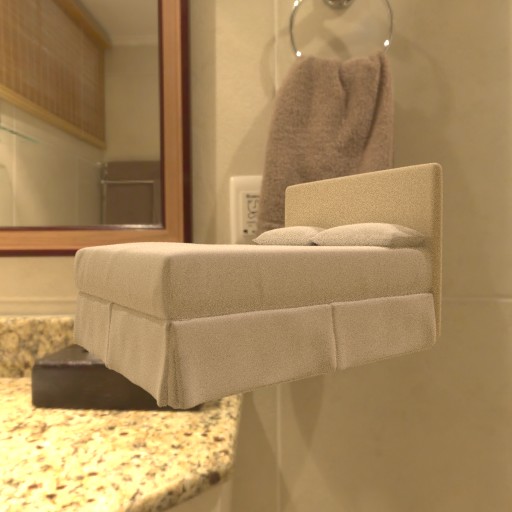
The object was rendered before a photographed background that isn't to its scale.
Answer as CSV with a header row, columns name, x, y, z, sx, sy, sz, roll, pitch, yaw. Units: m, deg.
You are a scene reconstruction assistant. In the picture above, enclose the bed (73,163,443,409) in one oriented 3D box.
name,x,y,z,sx,sy,sz,roll,pitch,yaw
bed,0.000,0.000,3.174,2.147,1.330,1.714,-1,2,-36
